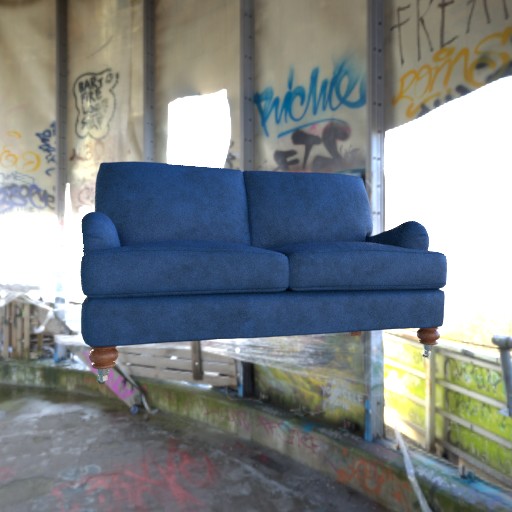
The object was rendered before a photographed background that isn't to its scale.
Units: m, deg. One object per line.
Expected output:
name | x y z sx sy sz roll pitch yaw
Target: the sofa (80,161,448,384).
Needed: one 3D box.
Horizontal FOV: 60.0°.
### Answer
sofa | 0.000 0.000 2.540 1.853 1.101 1.084 0 0 -17
